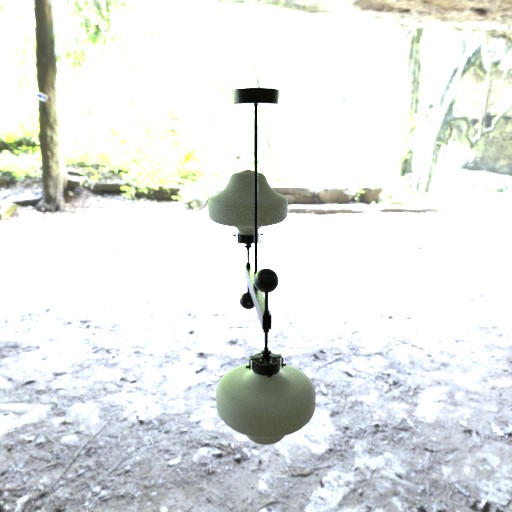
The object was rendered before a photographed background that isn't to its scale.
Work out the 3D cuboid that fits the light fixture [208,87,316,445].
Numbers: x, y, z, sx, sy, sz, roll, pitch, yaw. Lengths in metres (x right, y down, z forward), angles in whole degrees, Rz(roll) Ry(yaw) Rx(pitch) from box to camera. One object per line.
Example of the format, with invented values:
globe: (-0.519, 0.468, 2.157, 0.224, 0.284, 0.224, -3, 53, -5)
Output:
light fixture: (0.000, 0.000, 1.054, 0.422, 0.743, 0.489, -15, 21, -42)
